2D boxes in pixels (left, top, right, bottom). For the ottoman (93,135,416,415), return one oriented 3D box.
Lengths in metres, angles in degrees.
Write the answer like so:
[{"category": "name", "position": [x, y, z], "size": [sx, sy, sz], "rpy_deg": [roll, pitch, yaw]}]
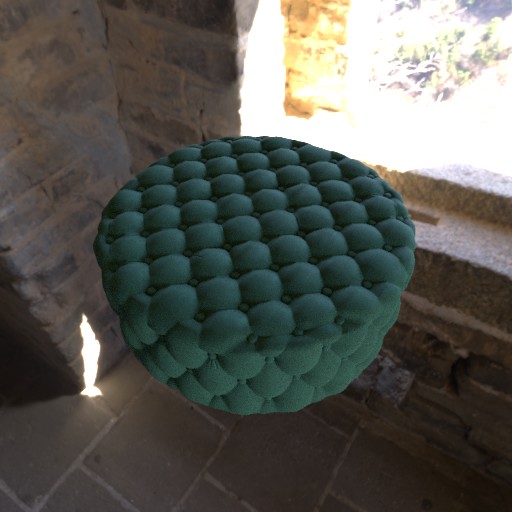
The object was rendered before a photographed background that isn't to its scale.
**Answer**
[{"category": "ottoman", "position": [0.000, 0.000, 1.510], "size": [0.998, 0.399, 0.998], "rpy_deg": [0, 46, 0]}]
